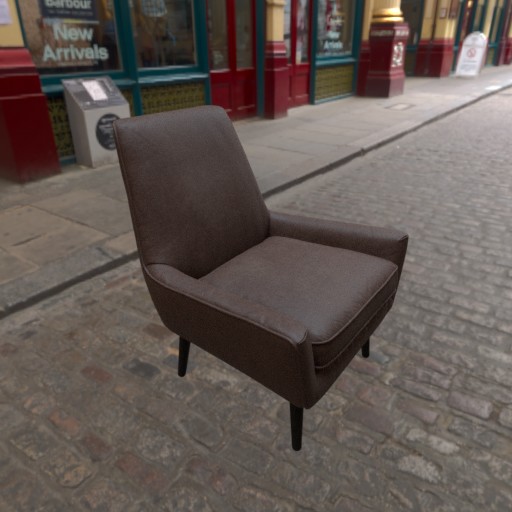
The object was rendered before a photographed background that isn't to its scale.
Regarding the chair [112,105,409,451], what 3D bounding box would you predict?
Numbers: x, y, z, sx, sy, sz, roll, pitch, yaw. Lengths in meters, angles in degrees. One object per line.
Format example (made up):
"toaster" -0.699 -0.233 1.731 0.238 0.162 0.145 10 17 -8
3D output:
"chair" 0.000 0.000 1.494 0.824 0.888 0.787 17 30 31
